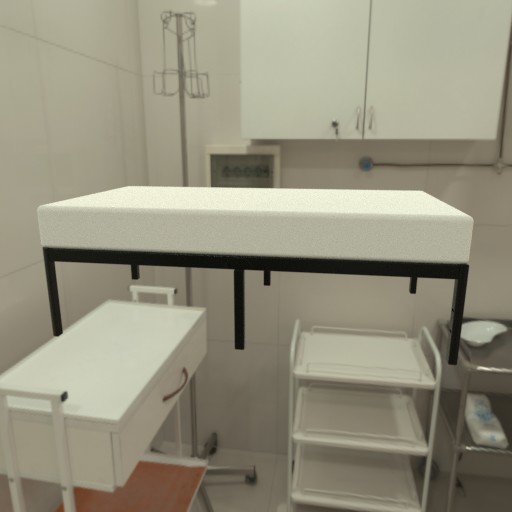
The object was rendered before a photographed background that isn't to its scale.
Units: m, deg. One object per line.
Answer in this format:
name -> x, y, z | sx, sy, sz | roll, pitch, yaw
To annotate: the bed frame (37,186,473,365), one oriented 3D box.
bed frame -> 0.000, 0.000, 2.489 | 1.950, 0.659, 1.023 | 2, 15, 9
